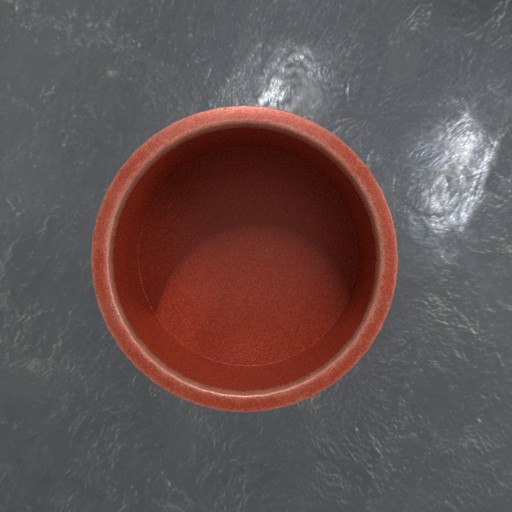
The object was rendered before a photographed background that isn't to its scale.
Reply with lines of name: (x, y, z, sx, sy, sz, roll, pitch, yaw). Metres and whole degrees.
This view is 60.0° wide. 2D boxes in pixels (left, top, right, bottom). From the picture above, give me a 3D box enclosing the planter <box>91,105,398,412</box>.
planter: (0.000, 0.000, 0.509, 0.251, 0.354, 0.235, 0, 91, 0)
